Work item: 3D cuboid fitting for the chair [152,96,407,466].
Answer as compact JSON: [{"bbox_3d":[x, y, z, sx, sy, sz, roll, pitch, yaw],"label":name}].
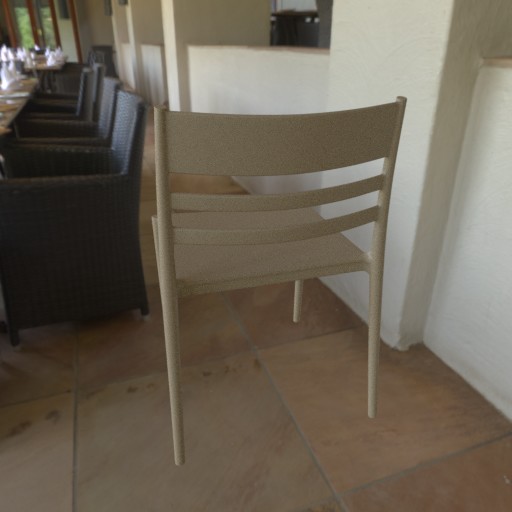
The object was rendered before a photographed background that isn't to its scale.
[{"bbox_3d":[0.000,0.000,1.134,0.531,0.800,0.511,-7,27,-15],"label":"chair"}]
